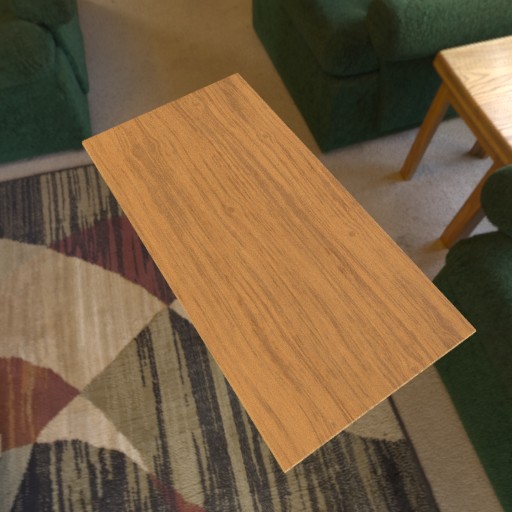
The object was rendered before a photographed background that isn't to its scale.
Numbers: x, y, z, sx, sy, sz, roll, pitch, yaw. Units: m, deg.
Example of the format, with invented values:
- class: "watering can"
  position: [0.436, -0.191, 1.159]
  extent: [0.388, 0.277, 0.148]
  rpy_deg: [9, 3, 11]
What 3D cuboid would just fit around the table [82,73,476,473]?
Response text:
- class: "table"
  position: [0.000, 0.000, 1.677]
  extent: [0.693, 0.445, 1.331]
  rpy_deg: [-30, 66, -15]
